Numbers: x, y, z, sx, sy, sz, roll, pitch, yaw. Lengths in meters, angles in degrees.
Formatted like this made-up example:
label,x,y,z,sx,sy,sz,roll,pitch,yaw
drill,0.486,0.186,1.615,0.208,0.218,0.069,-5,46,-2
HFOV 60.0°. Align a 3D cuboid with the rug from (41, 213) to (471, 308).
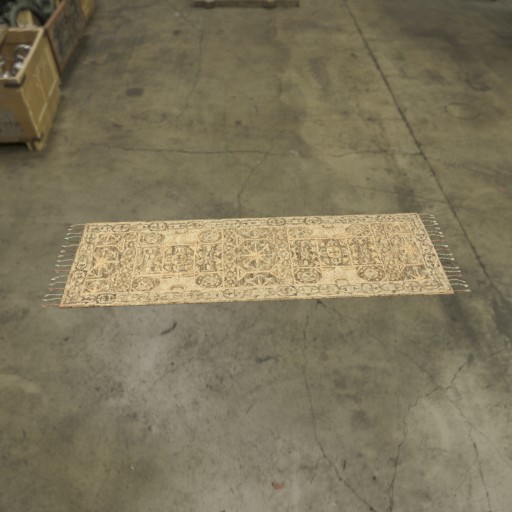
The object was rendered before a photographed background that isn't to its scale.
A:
label,x,y,z,sx,sy,sz,roll,pitch,yaw
rug,0.000,0.000,2.989,2.664,0.011,0.762,-2,47,-2
